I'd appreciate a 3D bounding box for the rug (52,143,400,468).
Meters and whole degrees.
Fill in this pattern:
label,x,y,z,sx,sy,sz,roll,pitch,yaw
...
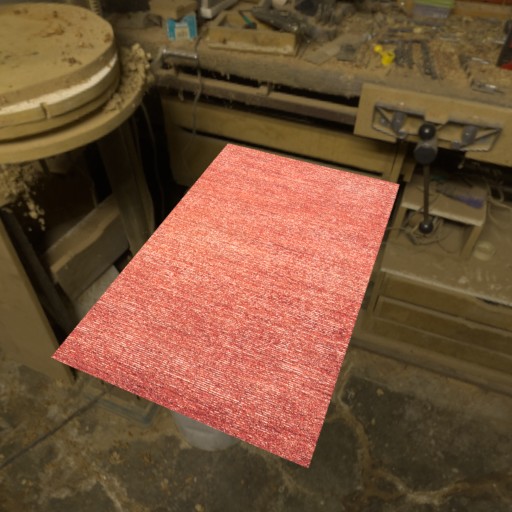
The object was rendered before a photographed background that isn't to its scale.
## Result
label,x,y,z,sx,sy,sz,roll,pitch,yaw
rug,0.000,0.000,2.265,1.139,0.011,1.747,17,49,15
